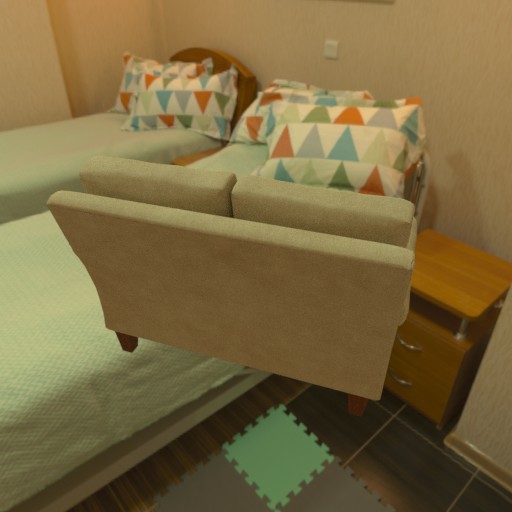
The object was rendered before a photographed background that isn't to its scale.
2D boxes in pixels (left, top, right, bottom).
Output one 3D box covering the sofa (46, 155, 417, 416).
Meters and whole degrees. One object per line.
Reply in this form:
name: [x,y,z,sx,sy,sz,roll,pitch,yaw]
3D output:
sofa: [0.000,0.000,2.256,1.498,1.087,1.086,11,34,16]
